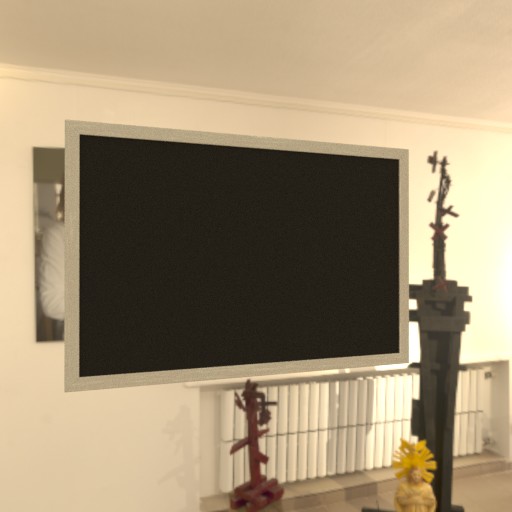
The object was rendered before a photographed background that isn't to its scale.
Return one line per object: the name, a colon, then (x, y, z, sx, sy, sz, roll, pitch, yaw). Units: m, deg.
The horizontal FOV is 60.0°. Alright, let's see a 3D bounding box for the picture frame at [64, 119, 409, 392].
picture frame: (0.000, 0.000, 1.197, 0.950, 0.640, 0.029, 0, 0, -18)
